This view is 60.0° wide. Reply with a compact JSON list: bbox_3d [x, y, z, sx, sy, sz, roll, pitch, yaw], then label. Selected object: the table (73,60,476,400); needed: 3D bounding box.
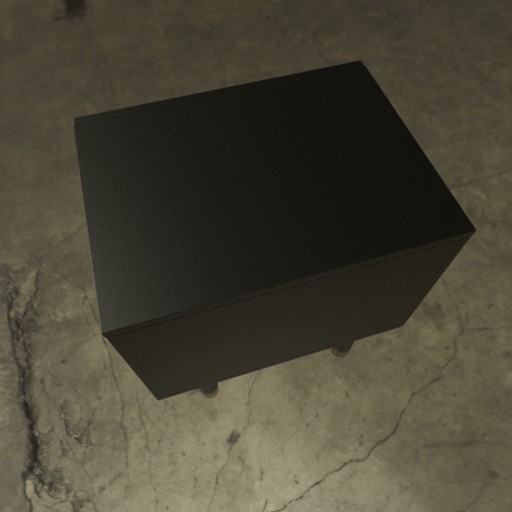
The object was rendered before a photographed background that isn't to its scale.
[{"bbox_3d":[0.000,0.000,0.987,0.564,0.584,0.441,-15,60,-9],"label":"table"}]
